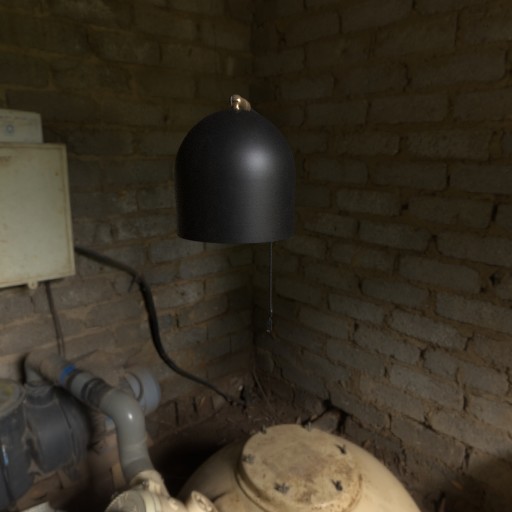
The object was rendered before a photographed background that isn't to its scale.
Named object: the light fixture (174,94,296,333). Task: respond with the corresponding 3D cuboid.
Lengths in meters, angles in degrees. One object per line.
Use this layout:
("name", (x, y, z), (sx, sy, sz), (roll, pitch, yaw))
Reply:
("light fixture", (0.000, 0.000, 1.081), (0.215, 0.696, 0.720), (2, 14, 8))
